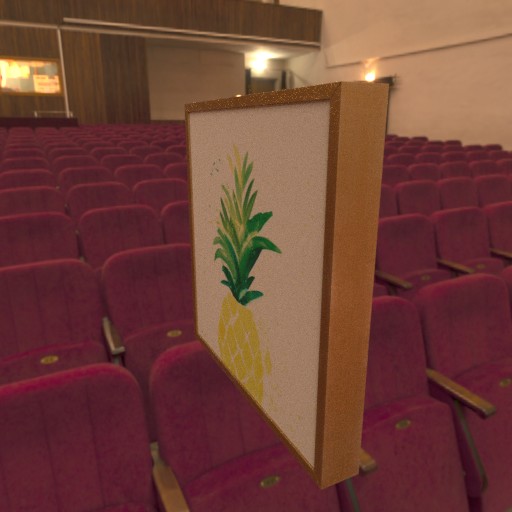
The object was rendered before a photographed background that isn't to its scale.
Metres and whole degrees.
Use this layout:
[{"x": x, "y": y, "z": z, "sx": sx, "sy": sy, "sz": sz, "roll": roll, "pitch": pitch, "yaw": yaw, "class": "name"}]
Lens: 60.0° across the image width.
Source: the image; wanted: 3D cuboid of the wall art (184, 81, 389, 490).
[{"x": 0.000, "y": 0.000, "z": 0.450, "sx": 0.038, "sy": 0.305, "sz": 0.306, "roll": -8, "pitch": 18, "yaw": -26, "class": "wall art"}]
